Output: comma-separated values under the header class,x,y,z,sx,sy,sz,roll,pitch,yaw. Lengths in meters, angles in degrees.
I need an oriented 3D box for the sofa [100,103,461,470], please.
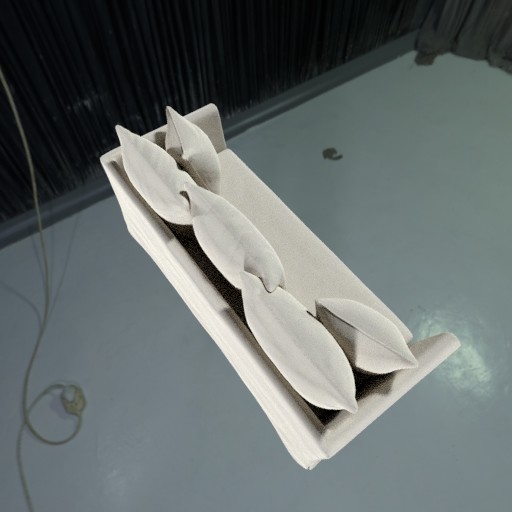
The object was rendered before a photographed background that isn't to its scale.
class,x,y,z,sx,sy,sz,roll,pitch,yaw
sofa,0.000,0.000,3.004,1.046,1.047,2.499,-32,63,-19
